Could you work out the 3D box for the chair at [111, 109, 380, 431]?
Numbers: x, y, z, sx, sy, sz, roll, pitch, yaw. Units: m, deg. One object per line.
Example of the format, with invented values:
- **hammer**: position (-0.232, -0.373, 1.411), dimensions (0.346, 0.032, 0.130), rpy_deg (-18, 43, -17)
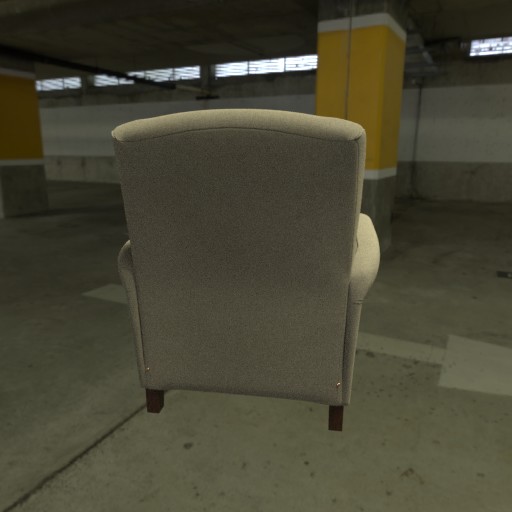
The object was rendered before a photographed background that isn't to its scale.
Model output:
- **chair**: position (0.000, 0.000, 1.778), dimensions (0.978, 1.061, 0.905), rpy_deg (2, 14, 9)
